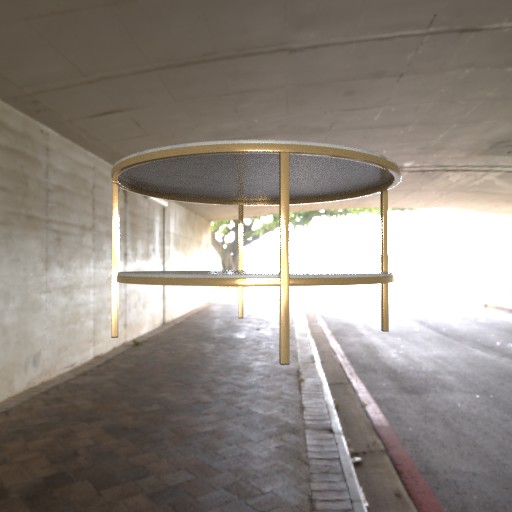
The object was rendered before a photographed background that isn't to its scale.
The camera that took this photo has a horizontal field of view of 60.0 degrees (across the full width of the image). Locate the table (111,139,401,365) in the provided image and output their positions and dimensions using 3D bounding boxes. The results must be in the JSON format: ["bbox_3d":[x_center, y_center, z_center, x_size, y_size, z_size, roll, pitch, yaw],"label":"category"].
[{"bbox_3d":[0.000,0.000,1.280,0.800,0.450,0.800,0,-1,0],"label":"table"}]
